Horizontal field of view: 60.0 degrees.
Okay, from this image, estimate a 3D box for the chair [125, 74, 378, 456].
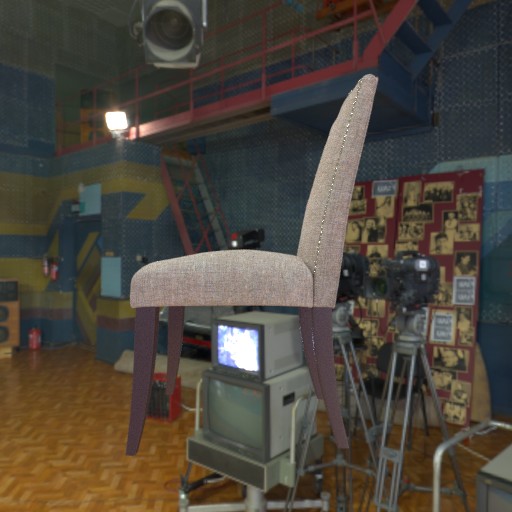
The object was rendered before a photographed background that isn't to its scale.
[{"bbox_3d":[0.000,0.000,1.376,0.660,1.016,0.513,0,0,0],"label":"chair"}]
